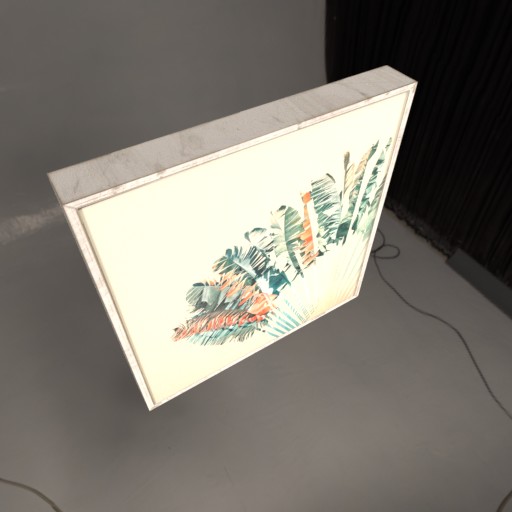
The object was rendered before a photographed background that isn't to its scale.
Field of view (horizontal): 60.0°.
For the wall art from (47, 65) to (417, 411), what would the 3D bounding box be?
[{"bbox_3d":[0.000,0.000,0.450,0.305,0.303,0.038,-25,52,-21],"label":"wall art"}]
